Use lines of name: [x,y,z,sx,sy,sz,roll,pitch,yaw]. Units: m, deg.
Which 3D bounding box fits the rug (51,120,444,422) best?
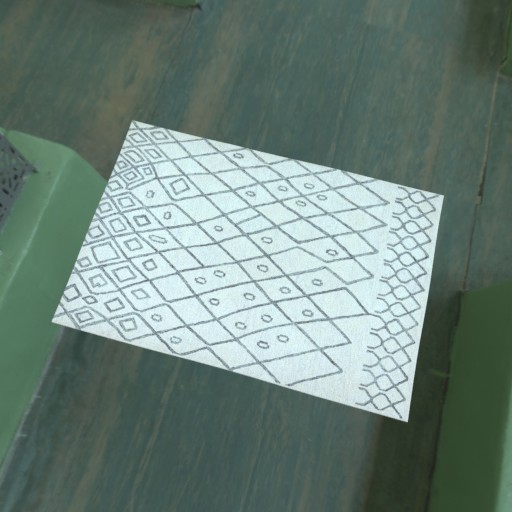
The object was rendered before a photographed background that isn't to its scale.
rug: [0.000,0.000,2.352,1.828,0.015,1.222,15,74,4]
